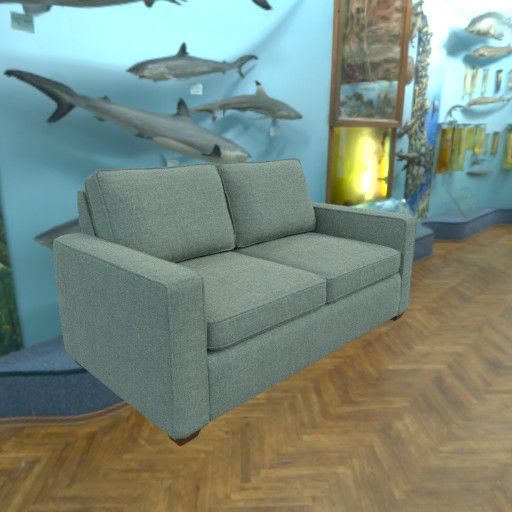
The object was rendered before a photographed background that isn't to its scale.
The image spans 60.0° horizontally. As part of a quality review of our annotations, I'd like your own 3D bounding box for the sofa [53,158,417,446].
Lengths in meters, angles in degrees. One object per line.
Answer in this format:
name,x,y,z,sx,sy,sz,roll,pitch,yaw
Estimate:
sofa,0.000,0.000,2.269,0.945,0.915,1.706,15,21,43
